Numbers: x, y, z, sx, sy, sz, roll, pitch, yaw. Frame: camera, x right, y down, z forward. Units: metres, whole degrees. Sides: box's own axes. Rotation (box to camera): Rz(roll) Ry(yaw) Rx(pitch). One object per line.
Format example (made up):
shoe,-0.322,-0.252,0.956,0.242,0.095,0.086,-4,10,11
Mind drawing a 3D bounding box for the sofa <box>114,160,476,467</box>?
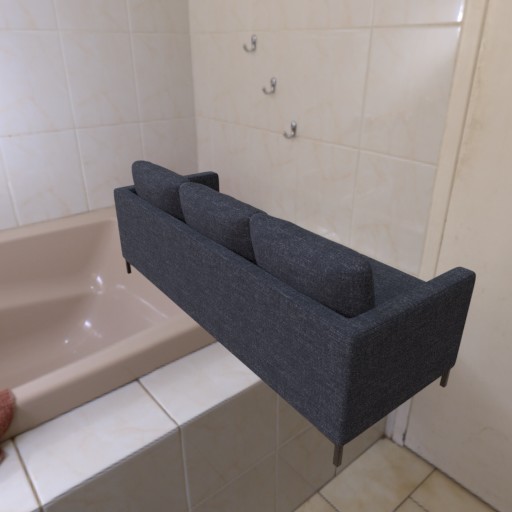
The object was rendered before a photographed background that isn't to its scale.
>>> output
sofa,0.000,0.000,2.641,0.859,0.874,2.218,-18,31,-33
